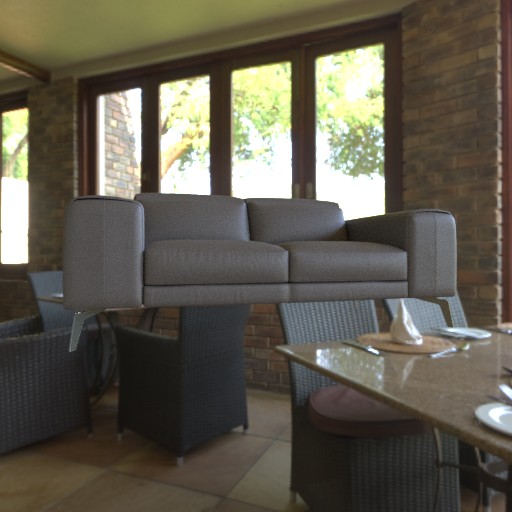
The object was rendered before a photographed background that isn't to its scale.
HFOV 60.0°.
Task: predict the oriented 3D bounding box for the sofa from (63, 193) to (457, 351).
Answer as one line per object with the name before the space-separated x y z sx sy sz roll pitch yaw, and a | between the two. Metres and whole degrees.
sofa | 0.000 0.000 2.509 1.930 0.753 1.024 0 0 -18
